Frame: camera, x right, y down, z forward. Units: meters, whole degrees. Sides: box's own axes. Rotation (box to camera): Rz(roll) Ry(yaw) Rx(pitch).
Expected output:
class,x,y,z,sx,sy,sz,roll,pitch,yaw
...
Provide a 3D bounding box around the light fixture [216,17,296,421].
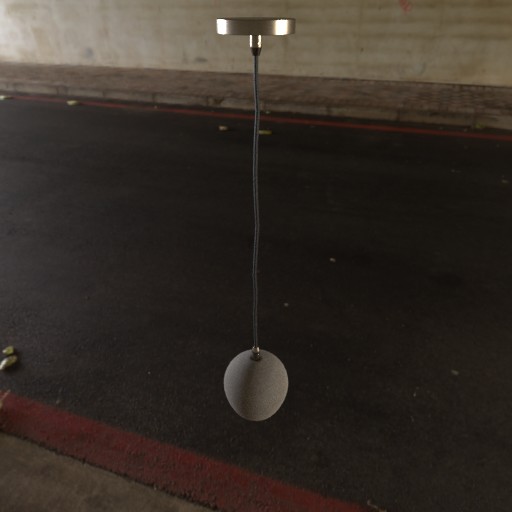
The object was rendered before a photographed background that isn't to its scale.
class,x,y,z,sx,sy,sz,roll,pitch,yaw
light fixture,0.000,0.000,0.808,0.139,0.764,0.139,-21,36,-32
